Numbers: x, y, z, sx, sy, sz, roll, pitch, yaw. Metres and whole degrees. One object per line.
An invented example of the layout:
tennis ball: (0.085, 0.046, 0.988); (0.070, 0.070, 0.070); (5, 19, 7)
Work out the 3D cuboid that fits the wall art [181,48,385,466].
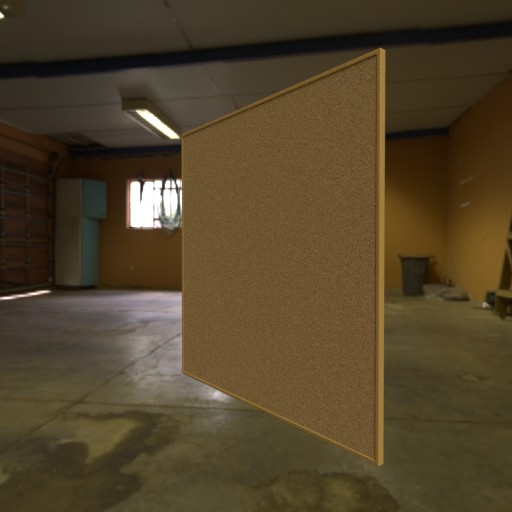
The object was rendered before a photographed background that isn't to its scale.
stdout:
wall art: (0.000, 0.000, 0.960); (0.014, 0.655, 0.657); (-1, 1, -37)
